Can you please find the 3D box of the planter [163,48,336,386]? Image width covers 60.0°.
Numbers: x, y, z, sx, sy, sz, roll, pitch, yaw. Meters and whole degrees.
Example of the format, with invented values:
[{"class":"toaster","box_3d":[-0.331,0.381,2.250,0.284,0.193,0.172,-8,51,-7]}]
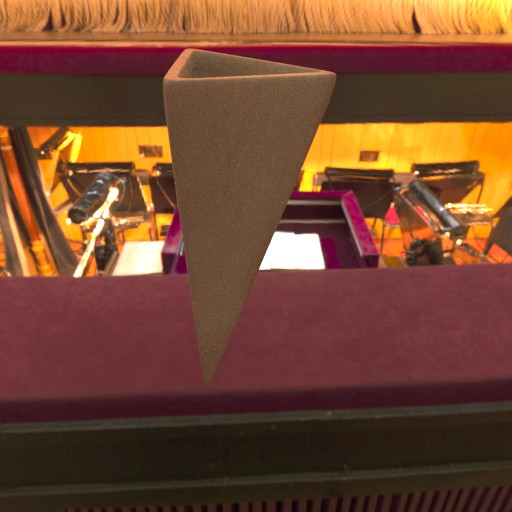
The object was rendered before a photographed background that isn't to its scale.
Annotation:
[{"class":"planter","box_3d":[0.000,0.000,0.275,0.081,0.224,0.101,-1,32,-2]}]
